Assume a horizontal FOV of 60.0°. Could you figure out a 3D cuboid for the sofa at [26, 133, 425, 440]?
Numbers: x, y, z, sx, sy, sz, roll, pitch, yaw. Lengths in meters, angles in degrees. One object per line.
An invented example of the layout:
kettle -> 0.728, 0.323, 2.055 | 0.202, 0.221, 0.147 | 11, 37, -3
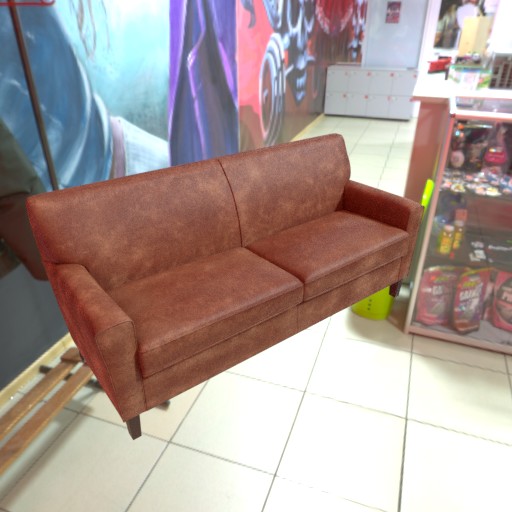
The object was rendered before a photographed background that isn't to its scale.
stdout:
sofa -> 0.000, 0.000, 2.492 | 2.053, 0.947, 0.805 | -20, 35, -32
